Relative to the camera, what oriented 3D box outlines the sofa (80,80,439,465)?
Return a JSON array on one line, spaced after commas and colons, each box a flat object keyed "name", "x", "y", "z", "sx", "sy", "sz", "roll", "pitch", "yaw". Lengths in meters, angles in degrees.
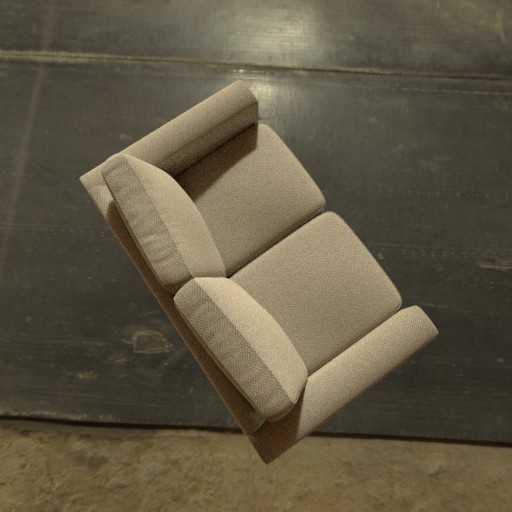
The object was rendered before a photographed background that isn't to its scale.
[{"name": "sofa", "x": 0.000, "y": 0.000, "z": 2.221, "sx": 1.016, "sy": 0.873, "sz": 1.616, "roll": -34, "pitch": 79, "yaw": -7}]
